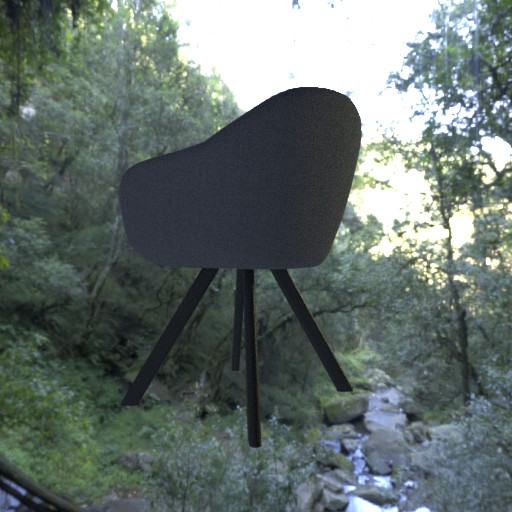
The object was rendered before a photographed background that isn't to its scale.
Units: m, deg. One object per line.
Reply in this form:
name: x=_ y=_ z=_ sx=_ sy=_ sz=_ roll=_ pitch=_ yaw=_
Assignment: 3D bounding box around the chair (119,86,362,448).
chair: x=0.000 y=0.000 z=1.221 sx=0.550 sy=0.795 sz=0.590 roll=0 pitch=0 yaw=36
